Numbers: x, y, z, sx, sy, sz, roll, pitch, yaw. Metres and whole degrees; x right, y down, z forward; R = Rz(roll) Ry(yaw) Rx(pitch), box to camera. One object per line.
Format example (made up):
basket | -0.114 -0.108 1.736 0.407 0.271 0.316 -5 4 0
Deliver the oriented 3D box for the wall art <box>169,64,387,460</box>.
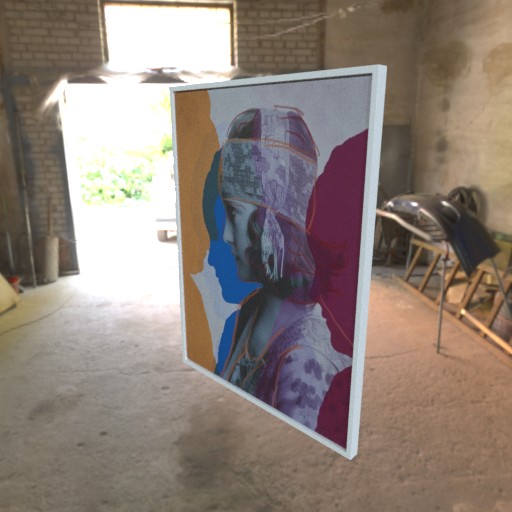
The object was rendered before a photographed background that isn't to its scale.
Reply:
wall art | 0.000 0.000 1.404 0.795 1.050 0.039 15 22 42
